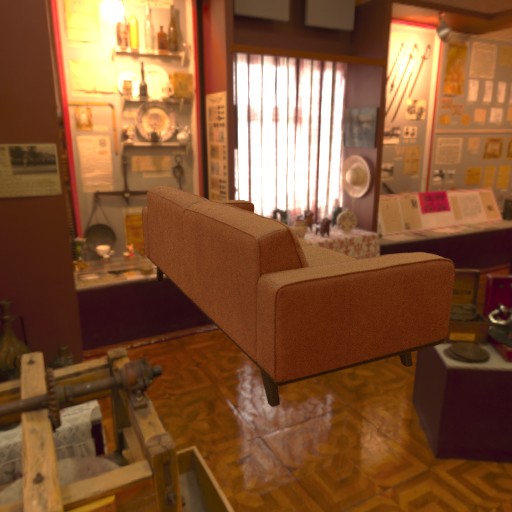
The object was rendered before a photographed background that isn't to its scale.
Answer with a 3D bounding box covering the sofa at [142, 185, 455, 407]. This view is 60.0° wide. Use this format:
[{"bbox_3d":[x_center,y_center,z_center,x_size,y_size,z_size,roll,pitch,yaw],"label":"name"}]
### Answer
[{"bbox_3d":[0.000,0.000,2.826,0.953,0.780,2.270,-7,16,-26],"label":"sofa"}]
